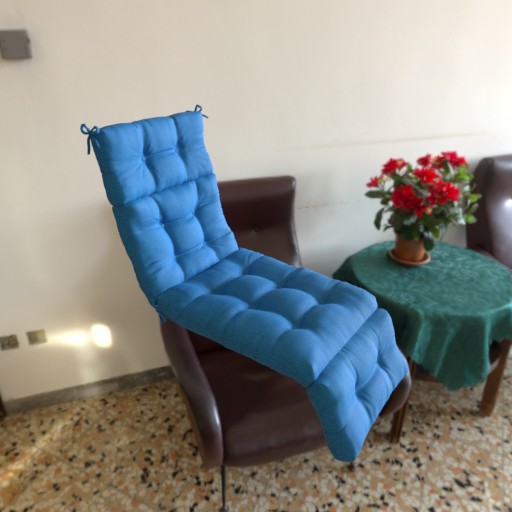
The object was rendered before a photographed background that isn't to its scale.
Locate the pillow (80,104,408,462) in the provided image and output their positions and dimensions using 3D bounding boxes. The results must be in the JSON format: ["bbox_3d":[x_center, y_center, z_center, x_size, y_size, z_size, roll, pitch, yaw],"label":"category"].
[{"bbox_3d":[0.000,0.000,1.493,1.016,0.863,0.526,18,31,31],"label":"pillow"}]
